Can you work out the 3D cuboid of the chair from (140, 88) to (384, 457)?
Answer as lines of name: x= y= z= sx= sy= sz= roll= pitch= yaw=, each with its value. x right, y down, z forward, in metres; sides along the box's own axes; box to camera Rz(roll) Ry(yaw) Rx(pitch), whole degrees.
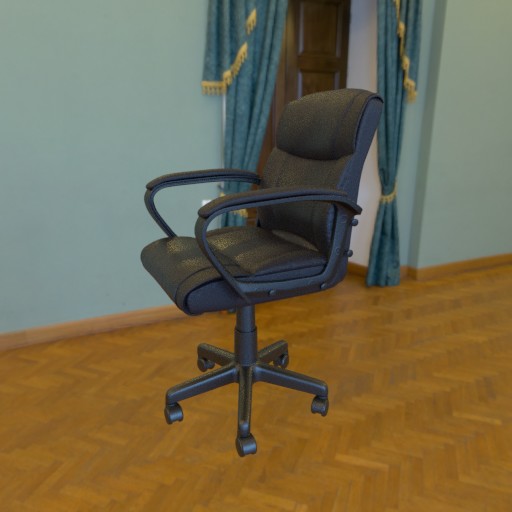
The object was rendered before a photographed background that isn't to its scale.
chair: x=0.000 y=0.000 z=1.391 sx=0.641 sy=0.998 sz=0.576 roll=-8 pitch=18 yaw=-25
